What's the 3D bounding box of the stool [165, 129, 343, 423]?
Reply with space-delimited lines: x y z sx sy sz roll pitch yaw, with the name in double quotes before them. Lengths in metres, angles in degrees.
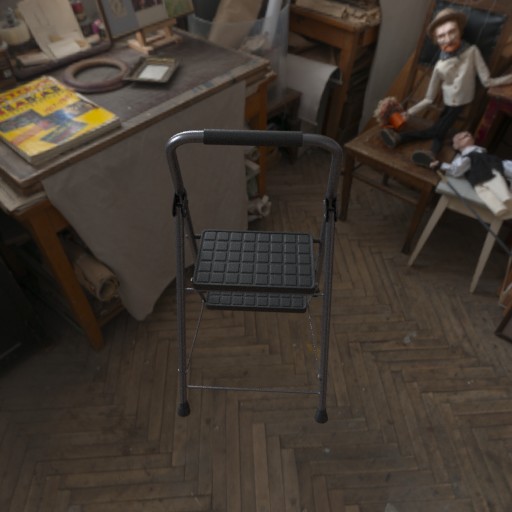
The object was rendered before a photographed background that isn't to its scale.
"stool" 0.000 0.000 1.165 0.450 0.872 0.514 2 47 2
